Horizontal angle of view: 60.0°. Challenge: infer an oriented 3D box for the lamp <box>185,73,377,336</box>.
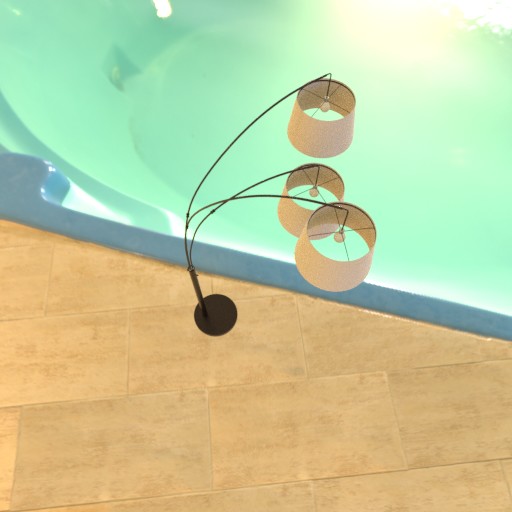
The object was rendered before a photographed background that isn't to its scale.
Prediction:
[{"bbox_3d":[0.000,0.000,2.479,0.924,1.950,0.951,0,63,0],"label":"lamp"}]
